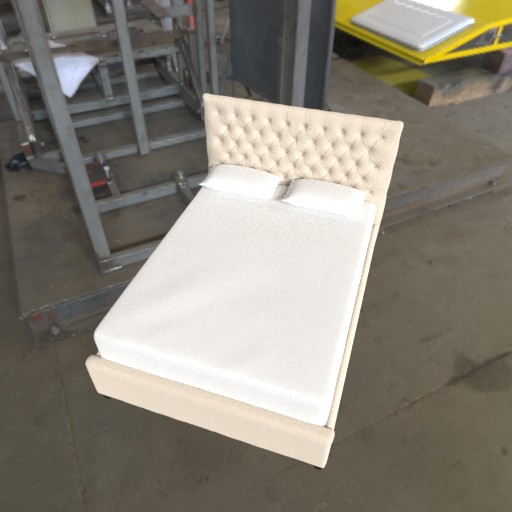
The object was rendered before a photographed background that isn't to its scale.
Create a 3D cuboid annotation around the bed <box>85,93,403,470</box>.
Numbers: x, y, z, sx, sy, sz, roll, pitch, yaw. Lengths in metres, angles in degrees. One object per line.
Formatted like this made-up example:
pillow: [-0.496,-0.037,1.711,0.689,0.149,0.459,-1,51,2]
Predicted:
bed: [0.000,0.000,3.348,1.696,1.426,2.233,13,44,14]
